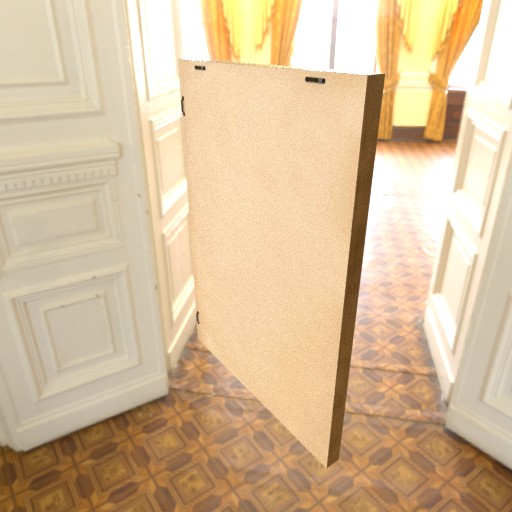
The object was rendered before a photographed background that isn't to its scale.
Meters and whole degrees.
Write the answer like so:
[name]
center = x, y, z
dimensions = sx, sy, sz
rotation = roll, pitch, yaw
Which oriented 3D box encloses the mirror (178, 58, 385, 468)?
[mirror]
center = 0.000, 0.000, 0.895
dimensions = 0.039, 0.711, 0.508
rotation = -18, 32, -32
